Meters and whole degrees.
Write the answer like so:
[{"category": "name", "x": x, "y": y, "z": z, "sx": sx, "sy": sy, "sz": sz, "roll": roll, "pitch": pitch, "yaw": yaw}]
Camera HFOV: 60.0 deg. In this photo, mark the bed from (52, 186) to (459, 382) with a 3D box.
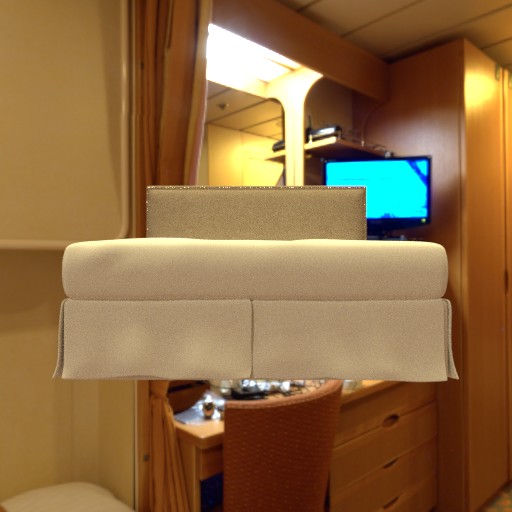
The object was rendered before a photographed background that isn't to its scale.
[{"category": "bed", "x": 0.000, "y": 0.000, "z": 3.268, "sx": 2.170, "sy": 1.346, "sz": 1.914, "roll": 0, "pitch": -1, "yaw": 0}]
